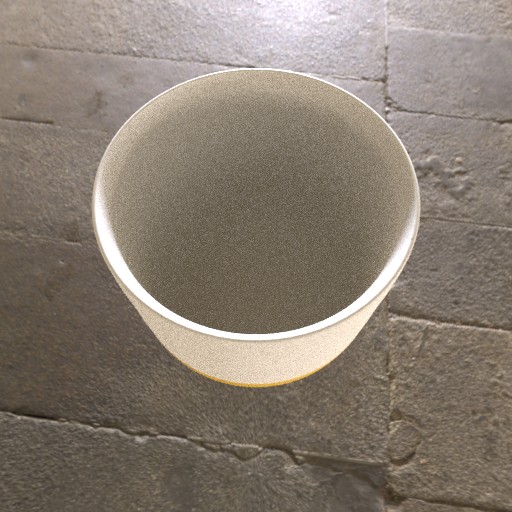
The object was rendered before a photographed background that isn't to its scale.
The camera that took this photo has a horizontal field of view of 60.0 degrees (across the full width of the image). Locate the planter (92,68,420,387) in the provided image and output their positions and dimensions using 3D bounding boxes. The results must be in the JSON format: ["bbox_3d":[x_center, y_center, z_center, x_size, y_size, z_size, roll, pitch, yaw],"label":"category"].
[{"bbox_3d":[0.000,0.000,0.482,0.268,0.270,0.268,0,64,0],"label":"planter"}]
